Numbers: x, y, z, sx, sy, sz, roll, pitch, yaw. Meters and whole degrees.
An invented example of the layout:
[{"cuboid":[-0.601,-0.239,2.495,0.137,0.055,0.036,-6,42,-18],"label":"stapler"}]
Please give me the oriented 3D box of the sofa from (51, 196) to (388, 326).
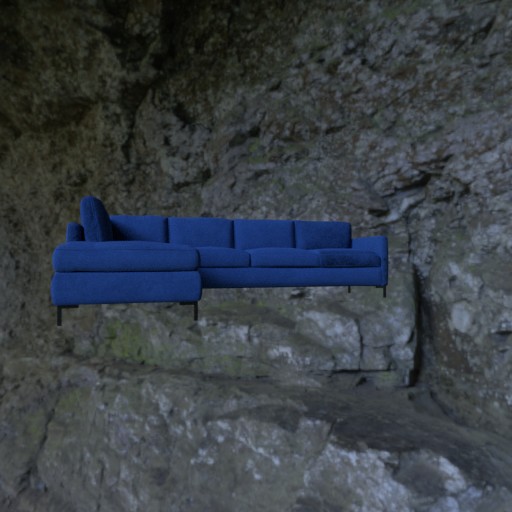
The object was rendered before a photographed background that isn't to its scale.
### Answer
[{"cuboid":[0.000,0.000,3.777,2.949,0.815,2.007,0,-1,-17],"label":"sofa"}]
